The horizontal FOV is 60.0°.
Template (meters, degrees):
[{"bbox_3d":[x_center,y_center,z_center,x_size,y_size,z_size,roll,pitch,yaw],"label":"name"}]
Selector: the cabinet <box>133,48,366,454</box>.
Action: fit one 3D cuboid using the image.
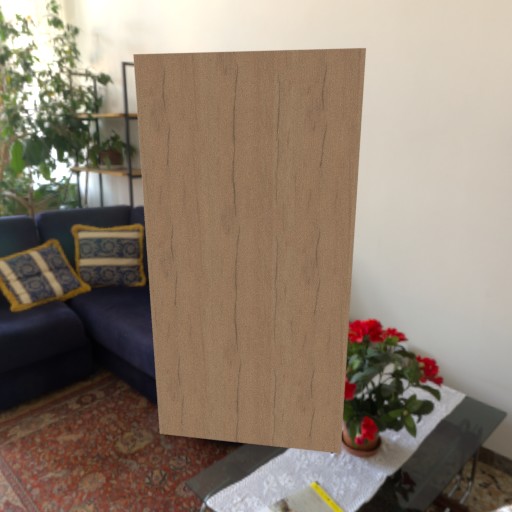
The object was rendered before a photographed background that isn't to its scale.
[{"bbox_3d":[0.000,0.000,2.378,0.980,1.930,0.580,3,16,9],"label":"cabinet"}]
